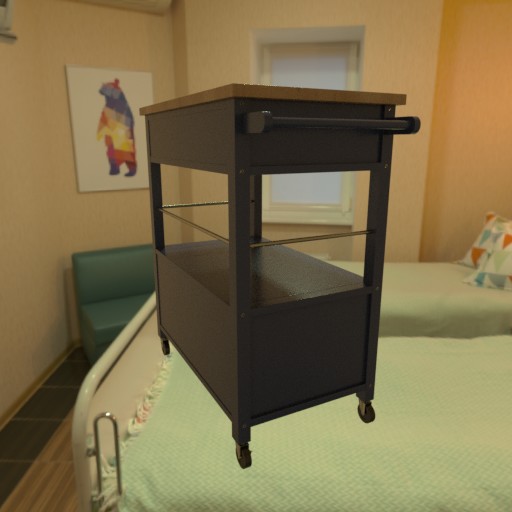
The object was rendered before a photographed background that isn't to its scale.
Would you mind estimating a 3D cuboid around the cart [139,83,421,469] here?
[{"bbox_3d":[0.000,0.000,1.363,0.459,0.901,0.840,-7,16,-27],"label":"cart"}]
